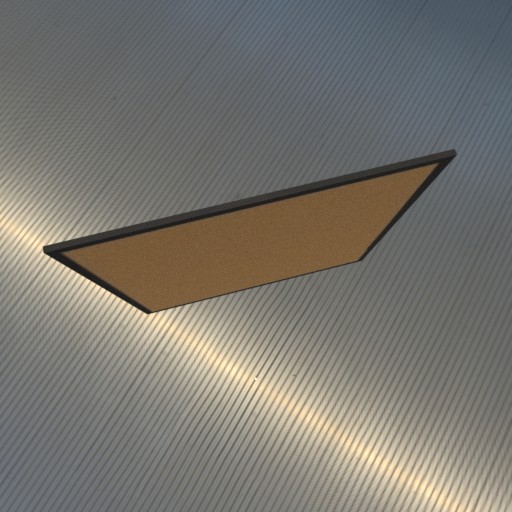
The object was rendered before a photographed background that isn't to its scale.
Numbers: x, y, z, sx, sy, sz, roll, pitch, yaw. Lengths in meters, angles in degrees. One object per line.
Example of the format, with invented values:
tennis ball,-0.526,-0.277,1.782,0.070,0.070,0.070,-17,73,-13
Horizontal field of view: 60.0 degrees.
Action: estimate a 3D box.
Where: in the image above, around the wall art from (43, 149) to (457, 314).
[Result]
wall art,0.000,0.000,1.254,0.823,0.823,0.013,-14,75,-4
